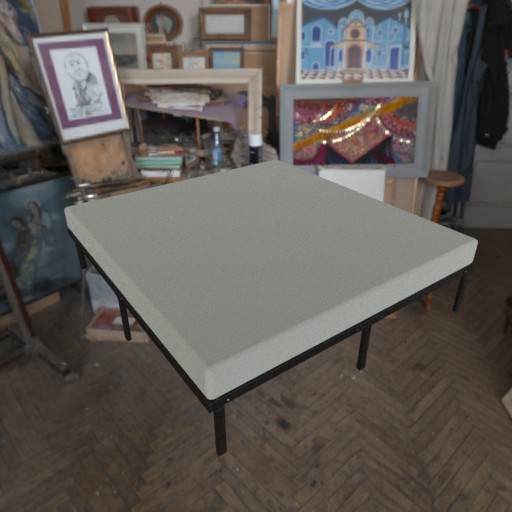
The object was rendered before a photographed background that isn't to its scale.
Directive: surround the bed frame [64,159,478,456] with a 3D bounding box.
[{"bbox_3d":[0.000,0.000,3.958,2.526,0.680,2.635,-20,35,-31],"label":"bed frame"}]
